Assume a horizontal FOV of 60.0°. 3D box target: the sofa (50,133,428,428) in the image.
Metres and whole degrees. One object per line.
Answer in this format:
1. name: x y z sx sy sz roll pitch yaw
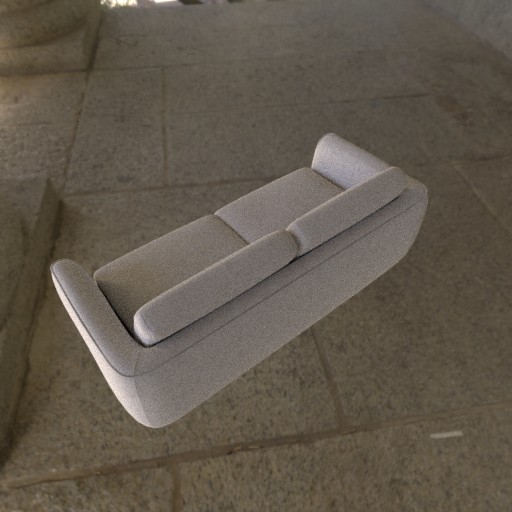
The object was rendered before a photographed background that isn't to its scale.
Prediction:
1. sofa: 0.000 0.000 2.513 2.000 0.850 0.920 -30 54 -25
